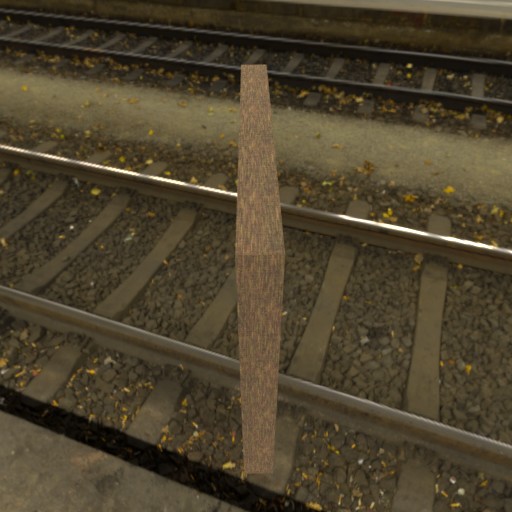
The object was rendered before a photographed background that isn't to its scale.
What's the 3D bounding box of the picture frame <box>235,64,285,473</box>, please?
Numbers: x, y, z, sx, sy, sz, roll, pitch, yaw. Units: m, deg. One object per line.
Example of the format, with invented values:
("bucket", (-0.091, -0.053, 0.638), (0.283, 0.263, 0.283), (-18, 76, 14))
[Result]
("picture frame", (0.000, 0.000, 0.542), (0.033, 0.330, 0.378), (-1, 41, -1))
